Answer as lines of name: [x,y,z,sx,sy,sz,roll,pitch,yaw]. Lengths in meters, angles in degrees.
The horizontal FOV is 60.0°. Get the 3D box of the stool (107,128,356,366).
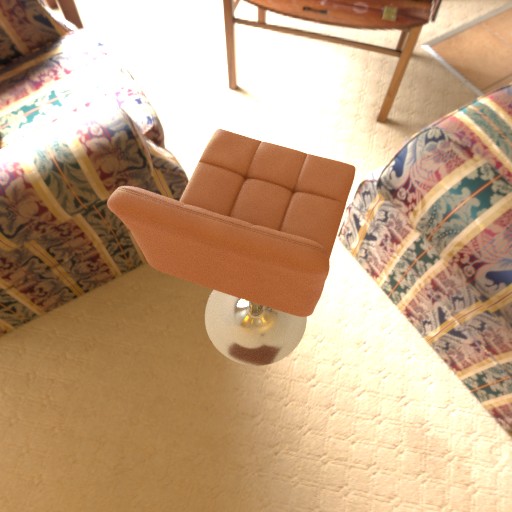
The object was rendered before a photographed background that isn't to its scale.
stool: [0.000,0.000,1.351,0.430,1.115,0.505,17,65,8]
